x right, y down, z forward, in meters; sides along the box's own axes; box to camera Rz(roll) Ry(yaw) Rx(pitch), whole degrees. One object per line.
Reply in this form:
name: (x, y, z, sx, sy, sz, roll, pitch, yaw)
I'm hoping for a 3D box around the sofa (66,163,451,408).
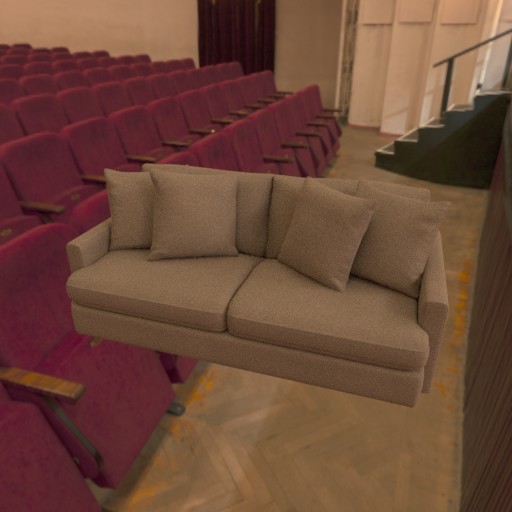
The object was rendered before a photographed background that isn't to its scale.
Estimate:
sofa: (0.000, 0.000, 3.021, 2.380, 1.084, 1.228, 8, 28, 16)
